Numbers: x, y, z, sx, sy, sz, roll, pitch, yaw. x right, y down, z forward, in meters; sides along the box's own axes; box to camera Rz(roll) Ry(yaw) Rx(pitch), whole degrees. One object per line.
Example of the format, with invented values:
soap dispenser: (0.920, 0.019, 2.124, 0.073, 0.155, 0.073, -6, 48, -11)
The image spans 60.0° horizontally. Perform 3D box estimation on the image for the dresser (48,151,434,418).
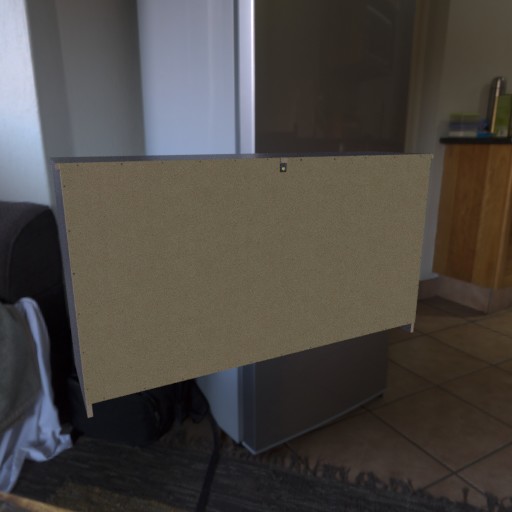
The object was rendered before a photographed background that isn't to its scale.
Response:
dresser: (0.000, 0.000, 1.703, 1.360, 0.755, 0.401, -8, 17, -26)
